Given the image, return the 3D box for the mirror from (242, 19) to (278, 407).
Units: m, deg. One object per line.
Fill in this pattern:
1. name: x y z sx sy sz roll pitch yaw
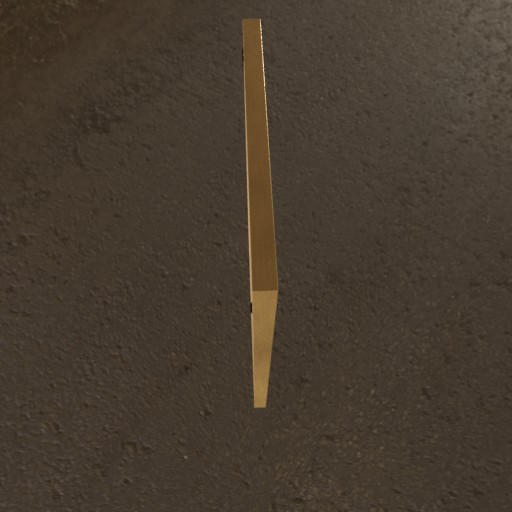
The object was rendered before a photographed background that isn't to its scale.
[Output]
1. mirror: 0.000 0.000 1.165 0.041 0.915 0.609 -2 61 -1
